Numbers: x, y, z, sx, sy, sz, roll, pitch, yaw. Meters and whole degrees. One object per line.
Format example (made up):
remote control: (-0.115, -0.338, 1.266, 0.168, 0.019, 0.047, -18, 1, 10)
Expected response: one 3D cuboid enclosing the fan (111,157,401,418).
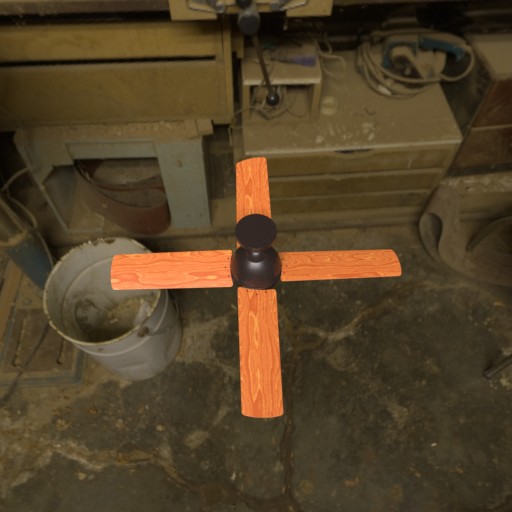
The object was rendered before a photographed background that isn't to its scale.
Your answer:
fan: (0.000, 0.000, 1.963, 1.332, 0.403, 1.332, -2, 59, -1)
